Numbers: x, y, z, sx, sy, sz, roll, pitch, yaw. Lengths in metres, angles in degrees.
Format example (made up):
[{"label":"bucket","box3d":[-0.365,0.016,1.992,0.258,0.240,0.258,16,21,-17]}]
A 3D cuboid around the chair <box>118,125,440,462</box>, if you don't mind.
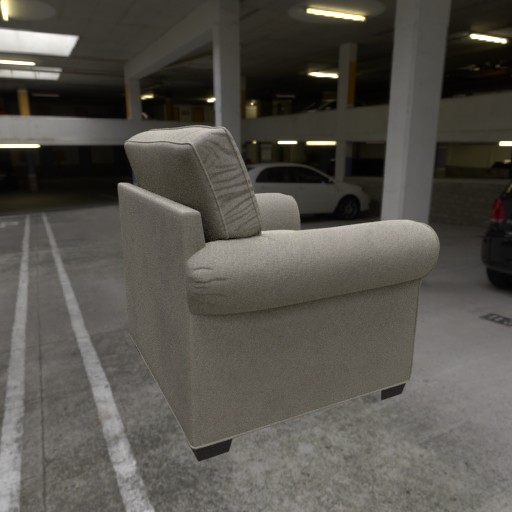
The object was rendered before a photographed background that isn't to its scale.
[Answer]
[{"label":"chair","box3d":[0.000,0.000,1.882,0.939,1.044,1.147,-7,16,-26]}]
